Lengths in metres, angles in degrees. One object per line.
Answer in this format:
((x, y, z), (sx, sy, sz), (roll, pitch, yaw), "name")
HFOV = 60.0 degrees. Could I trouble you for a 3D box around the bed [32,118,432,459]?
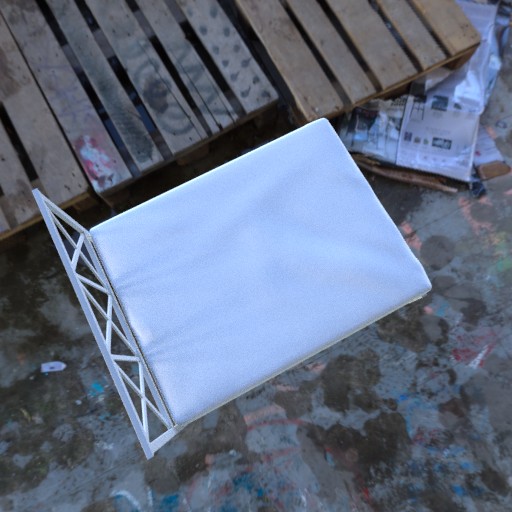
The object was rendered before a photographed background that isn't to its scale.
((0.000, 0.000, 3.184), (2.135, 1.253, 1.673), (-27, 77, -7), "bed")
